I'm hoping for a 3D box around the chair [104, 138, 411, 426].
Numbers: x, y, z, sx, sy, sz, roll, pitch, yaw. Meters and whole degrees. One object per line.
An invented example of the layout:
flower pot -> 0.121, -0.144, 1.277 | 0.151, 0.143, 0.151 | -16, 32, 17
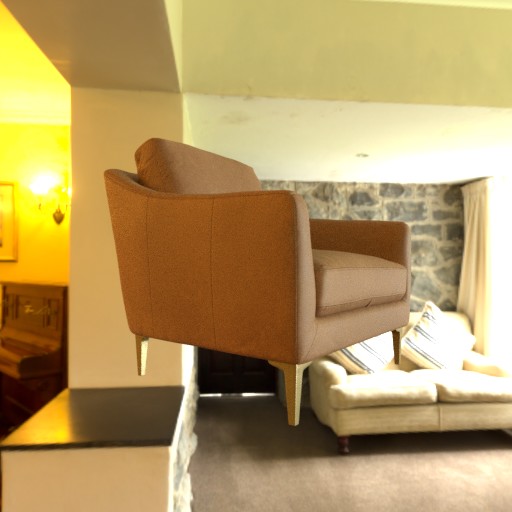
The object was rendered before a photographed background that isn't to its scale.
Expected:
chair -> 0.000, 0.000, 1.743 | 0.963, 0.895, 0.988 | -1, -2, 35
